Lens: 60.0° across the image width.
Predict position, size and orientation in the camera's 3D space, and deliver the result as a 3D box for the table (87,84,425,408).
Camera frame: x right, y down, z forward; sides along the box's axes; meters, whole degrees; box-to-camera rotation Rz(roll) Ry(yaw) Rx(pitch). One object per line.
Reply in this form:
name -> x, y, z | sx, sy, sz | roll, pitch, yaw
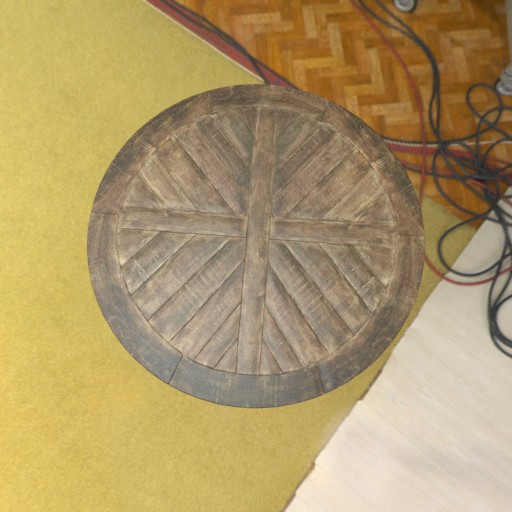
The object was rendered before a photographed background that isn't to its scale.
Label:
table -> 0.000, 0.000, 2.030 | 1.264, 0.762, 1.264 | 0, 76, 0
